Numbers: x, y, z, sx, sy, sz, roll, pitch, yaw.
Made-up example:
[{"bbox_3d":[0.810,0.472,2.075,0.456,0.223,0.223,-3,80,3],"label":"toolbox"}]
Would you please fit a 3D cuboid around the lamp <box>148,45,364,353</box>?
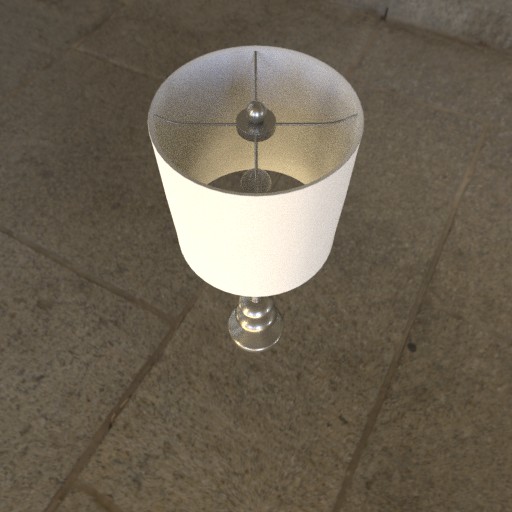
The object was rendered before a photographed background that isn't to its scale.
[{"bbox_3d":[0.000,0.000,0.808,0.254,0.690,0.254,0,59,0],"label":"lamp"}]
